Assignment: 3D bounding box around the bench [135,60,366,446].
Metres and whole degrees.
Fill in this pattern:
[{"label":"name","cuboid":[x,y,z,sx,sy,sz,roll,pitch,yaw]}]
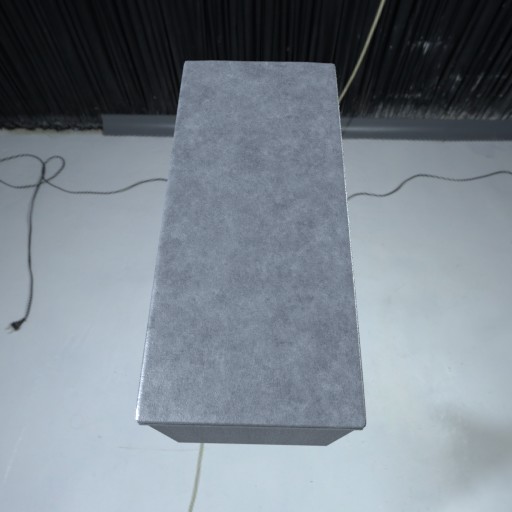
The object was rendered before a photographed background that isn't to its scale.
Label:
[{"label":"bench","cuboid":[0.000,0.000,1.180,0.401,0.501,0.905,1,63,1]}]
